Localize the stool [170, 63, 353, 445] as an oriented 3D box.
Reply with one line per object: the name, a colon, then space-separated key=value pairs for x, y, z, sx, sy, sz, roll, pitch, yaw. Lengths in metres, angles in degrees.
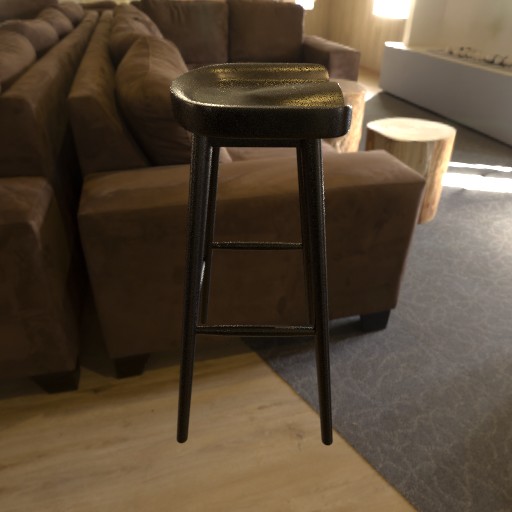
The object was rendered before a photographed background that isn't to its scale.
stool: x=0.000 y=0.000 z=1.001 sx=0.361 sy=0.749 sz=0.440 roll=1 pitch=32 yaw=1
